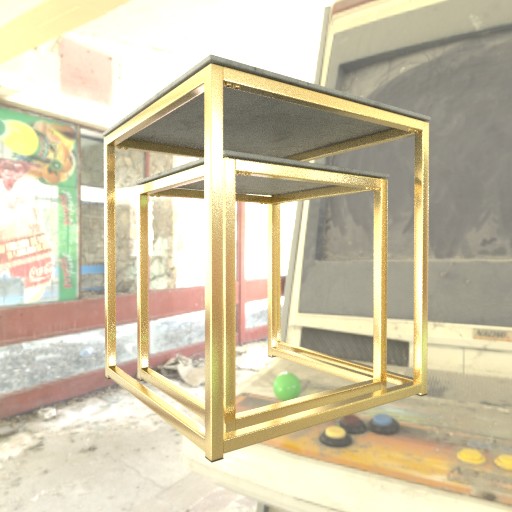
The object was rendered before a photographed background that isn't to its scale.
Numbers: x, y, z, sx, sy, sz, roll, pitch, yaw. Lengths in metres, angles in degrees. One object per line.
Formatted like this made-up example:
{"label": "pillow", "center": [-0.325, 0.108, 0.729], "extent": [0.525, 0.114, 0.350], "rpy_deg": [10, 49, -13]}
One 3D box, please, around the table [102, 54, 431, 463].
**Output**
{"label": "table", "center": [0.000, 0.000, 0.853], "extent": [0.450, 0.500, 0.450], "rpy_deg": [-1, 1, -35]}
